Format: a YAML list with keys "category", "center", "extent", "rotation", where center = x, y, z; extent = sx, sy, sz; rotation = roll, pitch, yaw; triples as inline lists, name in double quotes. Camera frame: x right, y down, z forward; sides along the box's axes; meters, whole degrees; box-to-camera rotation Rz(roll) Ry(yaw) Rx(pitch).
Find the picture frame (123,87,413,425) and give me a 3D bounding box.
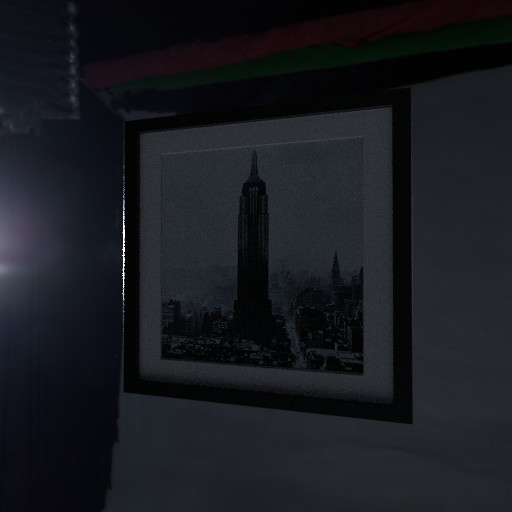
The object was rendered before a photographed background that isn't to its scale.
- category: "picture frame"
  center: [0.000, 0.000, 0.533]
  extent: [0.355, 0.353, 0.029]
  rotation: [0, -1, 19]
